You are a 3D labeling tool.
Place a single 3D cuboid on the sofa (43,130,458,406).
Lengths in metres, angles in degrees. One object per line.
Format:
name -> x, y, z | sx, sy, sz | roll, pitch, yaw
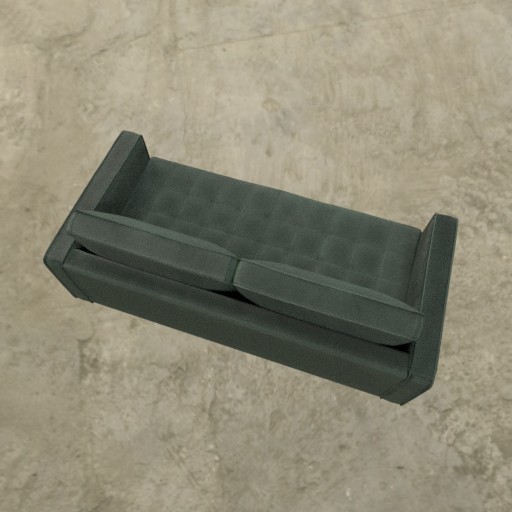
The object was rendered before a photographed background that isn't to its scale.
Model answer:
sofa -> 0.000, 0.000, 2.257 | 1.816, 0.781, 0.886 | 17, 64, 8
